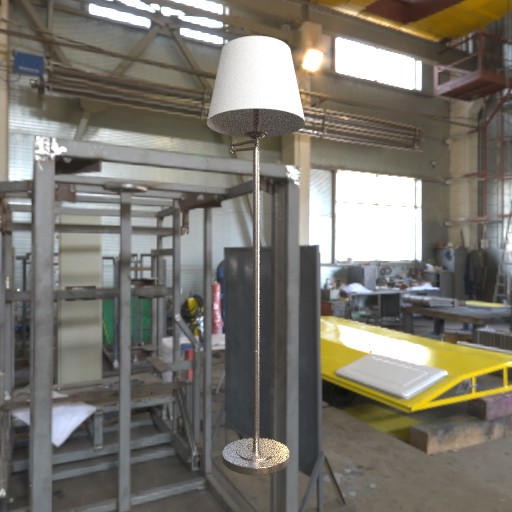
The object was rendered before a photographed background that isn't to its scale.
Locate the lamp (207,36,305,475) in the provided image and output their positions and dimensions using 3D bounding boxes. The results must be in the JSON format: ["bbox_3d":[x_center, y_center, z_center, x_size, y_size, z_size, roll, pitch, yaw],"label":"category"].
[{"bbox_3d":[0.000,0.000,1.609,0.355,1.473,0.355,0,0,0],"label":"lamp"}]
